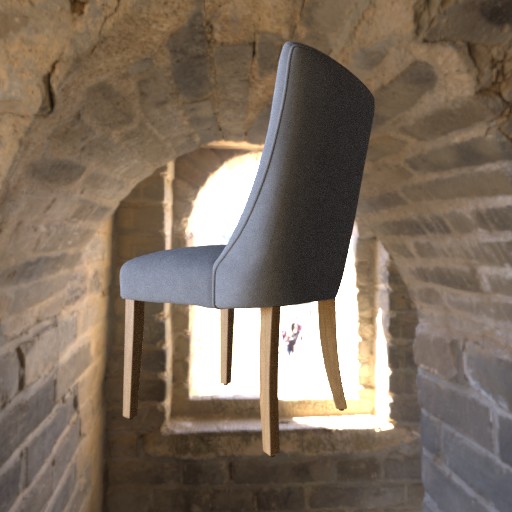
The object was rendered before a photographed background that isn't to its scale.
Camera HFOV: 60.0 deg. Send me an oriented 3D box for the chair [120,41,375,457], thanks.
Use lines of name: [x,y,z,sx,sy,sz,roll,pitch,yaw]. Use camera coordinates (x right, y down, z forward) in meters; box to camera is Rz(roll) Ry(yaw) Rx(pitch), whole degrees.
chair: [0.000,0.000,1.250,0.610,0.902,0.495,-1,-1,35]
